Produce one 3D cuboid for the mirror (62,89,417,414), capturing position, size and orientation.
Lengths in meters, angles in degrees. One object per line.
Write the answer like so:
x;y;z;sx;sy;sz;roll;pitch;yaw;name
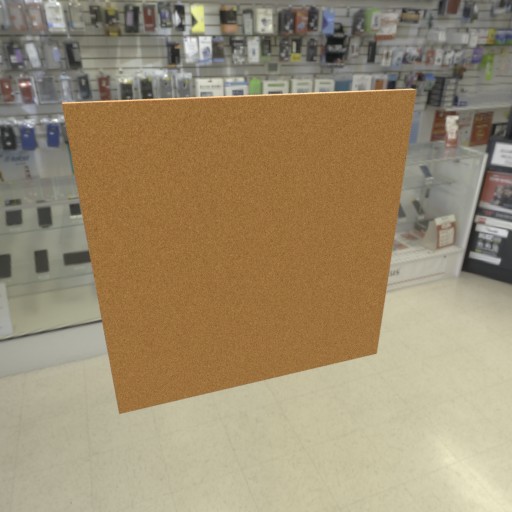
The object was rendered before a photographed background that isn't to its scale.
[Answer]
0.000;0.000;1.167;0.804;0.804;0.061;-8;28;-17;mirror
